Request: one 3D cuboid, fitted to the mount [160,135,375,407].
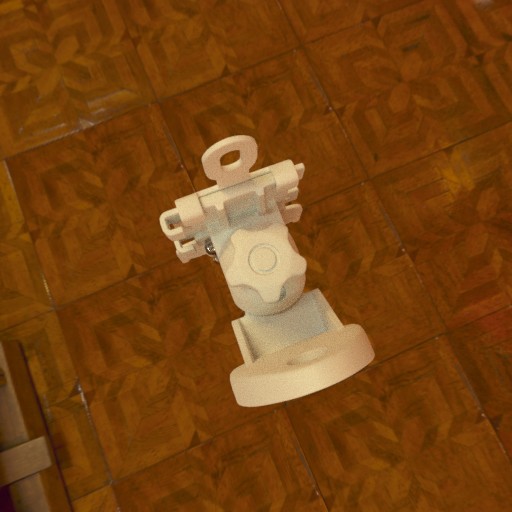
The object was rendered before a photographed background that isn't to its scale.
[{"bbox_3d":[0.000,0.000,0.178,0.066,0.118,0.100,-21,79,-4],"label":"mount"}]
